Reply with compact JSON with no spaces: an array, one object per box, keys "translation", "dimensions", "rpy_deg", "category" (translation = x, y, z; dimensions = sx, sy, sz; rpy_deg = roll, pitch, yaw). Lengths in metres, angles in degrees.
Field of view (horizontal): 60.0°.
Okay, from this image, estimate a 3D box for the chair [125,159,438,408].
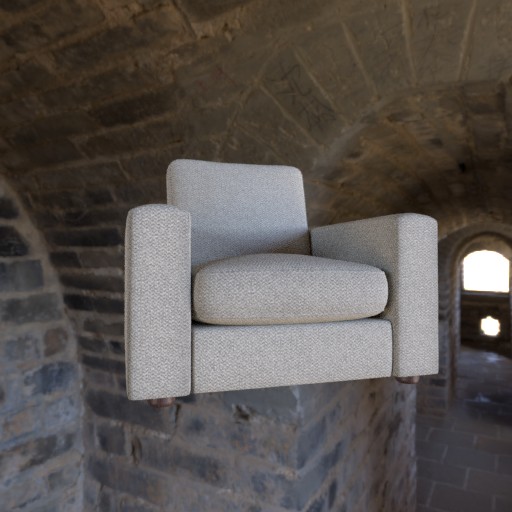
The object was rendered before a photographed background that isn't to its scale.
[{"translation":[0.000,0.000,1.780],"dimensions":[1.005,0.873,1.016],"rpy_deg":[0,-1,-17],"category":"chair"}]
